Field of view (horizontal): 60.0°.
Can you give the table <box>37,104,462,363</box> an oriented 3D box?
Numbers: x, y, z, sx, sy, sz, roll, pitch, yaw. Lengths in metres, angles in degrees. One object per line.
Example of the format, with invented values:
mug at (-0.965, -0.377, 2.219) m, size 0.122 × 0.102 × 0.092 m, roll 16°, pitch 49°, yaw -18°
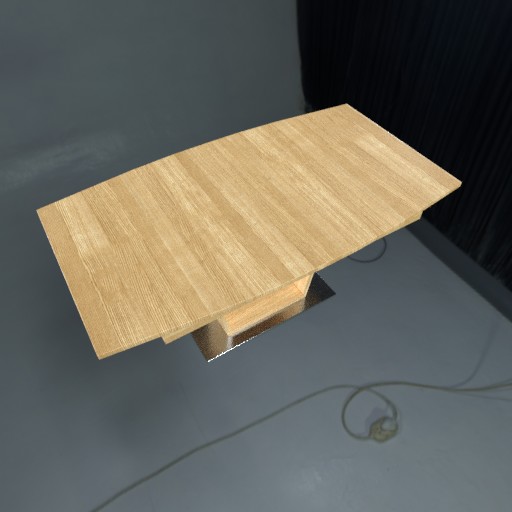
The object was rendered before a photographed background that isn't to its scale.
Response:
table at (0.000, 0.000, 2.118) m, size 1.598 × 0.748 × 0.900 m, roll -24°, pitch 52°, yaw -21°
